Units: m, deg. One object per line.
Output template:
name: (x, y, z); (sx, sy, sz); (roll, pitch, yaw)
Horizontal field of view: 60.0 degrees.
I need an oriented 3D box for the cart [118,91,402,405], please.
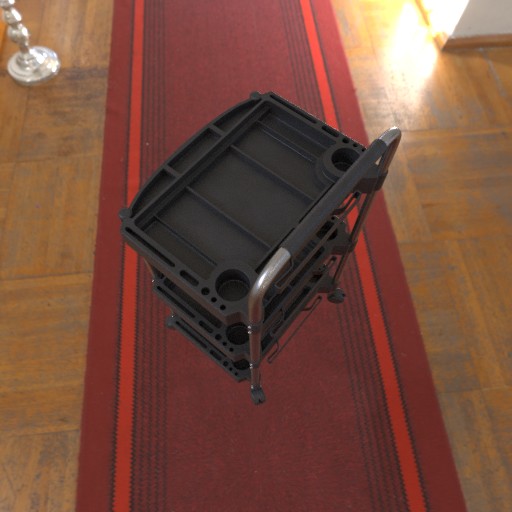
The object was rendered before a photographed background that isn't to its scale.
cart: (0.000, 0.000, 1.370); (0.518, 1.075, 0.584); (36, 69, 16)
